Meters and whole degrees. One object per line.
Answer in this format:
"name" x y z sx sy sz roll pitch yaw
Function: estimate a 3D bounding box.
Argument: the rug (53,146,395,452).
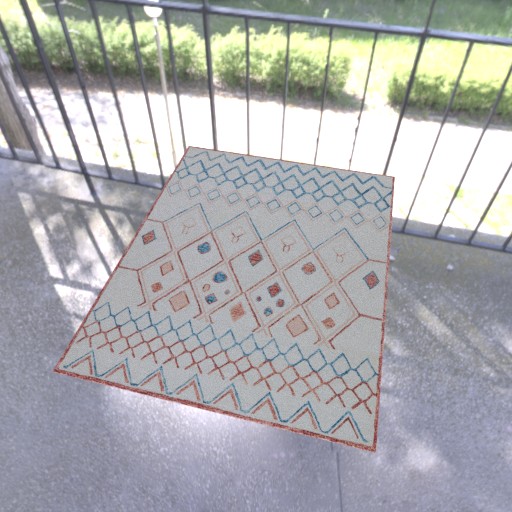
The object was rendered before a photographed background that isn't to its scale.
"rug" 0.000 0.000 4.172 2.441 0.016 3.050 11 49 9
